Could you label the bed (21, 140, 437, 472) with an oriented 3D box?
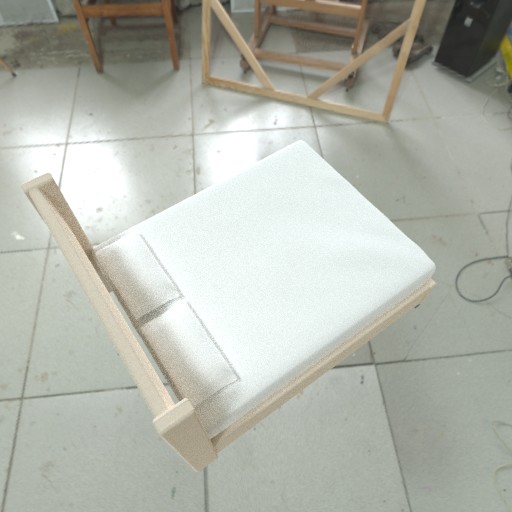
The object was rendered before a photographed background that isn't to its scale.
[{"bbox_3d":[0.000,0.000,3.298,2.293,1.471,1.778,-31,63,-18],"label":"bed"}]
